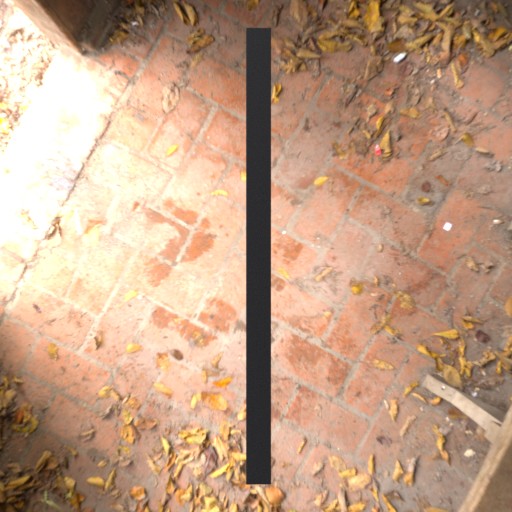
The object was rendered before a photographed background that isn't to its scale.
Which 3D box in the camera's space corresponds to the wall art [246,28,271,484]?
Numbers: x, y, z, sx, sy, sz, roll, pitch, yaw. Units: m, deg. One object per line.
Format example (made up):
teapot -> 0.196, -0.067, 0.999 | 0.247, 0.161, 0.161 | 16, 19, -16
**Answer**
wall art -> 0.000, 0.000, 0.765 | 0.030, 0.454, 0.554 | 0, 90, -1
